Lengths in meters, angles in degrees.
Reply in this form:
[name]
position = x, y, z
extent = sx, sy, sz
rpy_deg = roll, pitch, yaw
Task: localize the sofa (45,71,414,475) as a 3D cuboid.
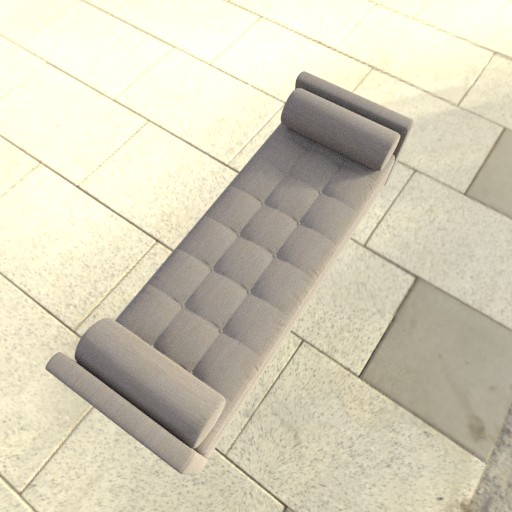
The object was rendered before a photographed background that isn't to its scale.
[sofa]
position = 0.000, 0.000, 2.276
extent = 0.686, 0.635, 1.981
rpy_deg = 30, 67, 14
